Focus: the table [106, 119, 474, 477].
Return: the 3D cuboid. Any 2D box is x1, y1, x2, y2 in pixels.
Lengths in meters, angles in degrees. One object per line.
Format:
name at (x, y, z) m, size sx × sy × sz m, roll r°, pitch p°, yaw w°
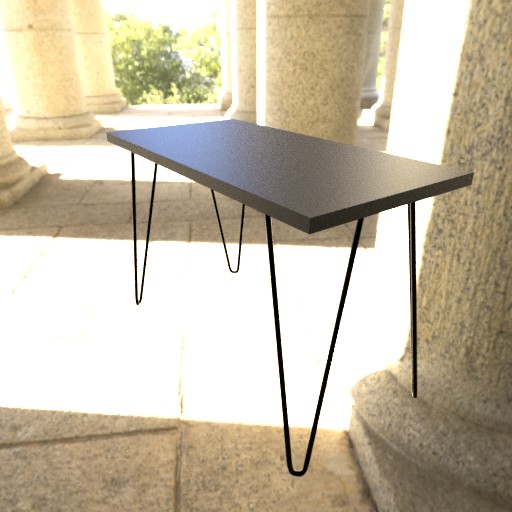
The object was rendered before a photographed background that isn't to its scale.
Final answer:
table at (0.000, 0.000, 1.372) m, size 0.499 × 0.660 × 0.991 m, roll -17°, pitch 31°, yaw -32°
